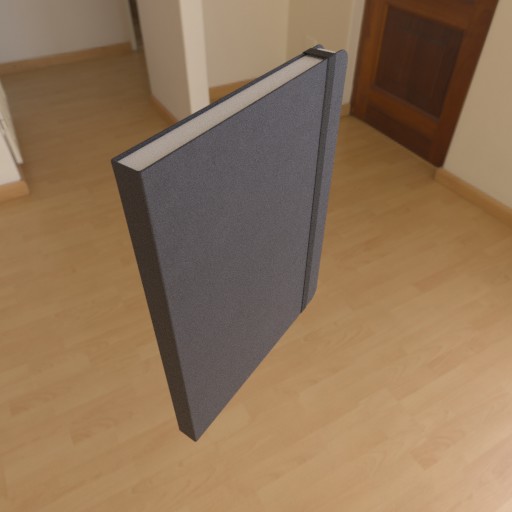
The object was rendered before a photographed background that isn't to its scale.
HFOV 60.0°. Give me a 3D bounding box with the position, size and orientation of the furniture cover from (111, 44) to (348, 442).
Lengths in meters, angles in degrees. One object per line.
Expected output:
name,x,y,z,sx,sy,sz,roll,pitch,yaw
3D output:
furniture cover,0.000,0.000,0.369,0.023,0.281,0.216,26,49,25
